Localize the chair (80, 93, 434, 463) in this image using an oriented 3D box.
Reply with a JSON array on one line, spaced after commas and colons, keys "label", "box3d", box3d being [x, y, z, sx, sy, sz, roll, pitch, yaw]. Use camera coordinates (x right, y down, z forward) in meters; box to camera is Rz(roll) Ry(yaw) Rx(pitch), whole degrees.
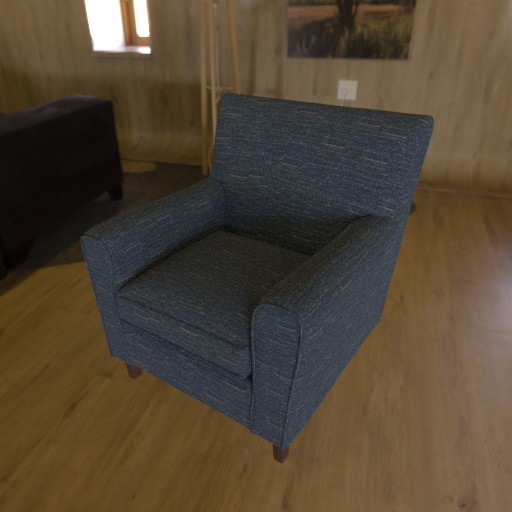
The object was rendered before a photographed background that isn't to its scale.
[{"label": "chair", "box3d": [0.000, 0.000, 1.582, 0.864, 0.928, 0.873, 18, 34, 29]}]
